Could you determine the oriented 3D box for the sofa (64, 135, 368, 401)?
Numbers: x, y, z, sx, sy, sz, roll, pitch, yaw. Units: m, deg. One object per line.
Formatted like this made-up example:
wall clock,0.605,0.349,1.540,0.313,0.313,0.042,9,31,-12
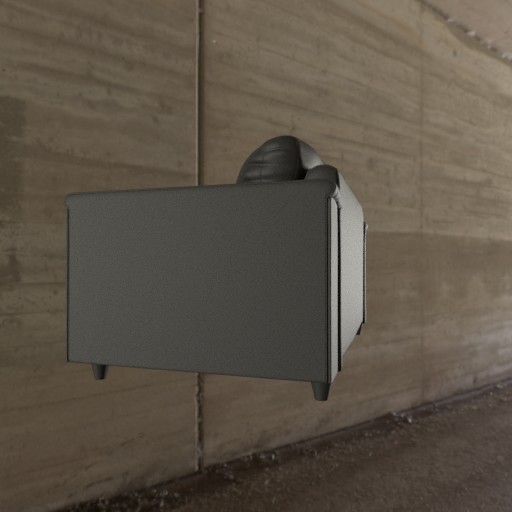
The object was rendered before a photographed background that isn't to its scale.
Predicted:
sofa,0.000,0.000,1.967,0.887,0.845,1.386,0,-1,18
